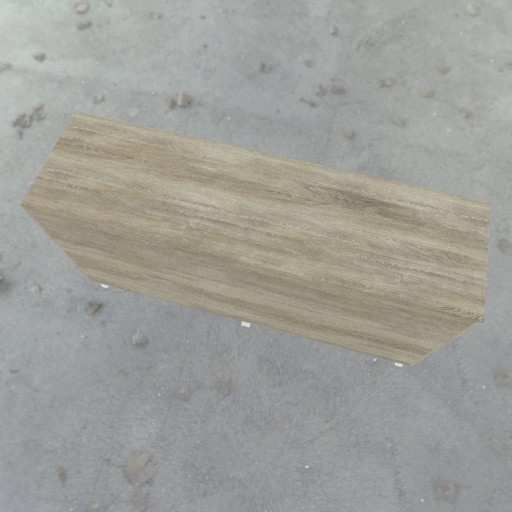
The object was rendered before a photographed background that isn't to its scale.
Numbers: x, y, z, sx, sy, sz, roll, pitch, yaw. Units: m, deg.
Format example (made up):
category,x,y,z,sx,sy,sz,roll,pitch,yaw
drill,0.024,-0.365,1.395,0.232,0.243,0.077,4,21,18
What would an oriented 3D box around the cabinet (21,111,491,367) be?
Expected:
category,x,y,z,sx,sy,sz,roll,pitch,yaw
cabinet,0.000,0.000,1.959,1.600,0.870,0.450,14,66,6
